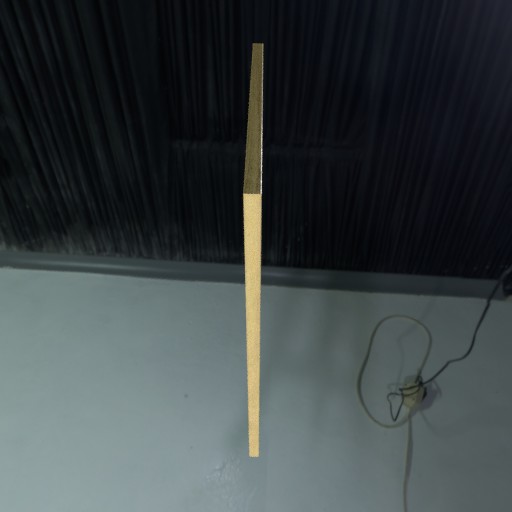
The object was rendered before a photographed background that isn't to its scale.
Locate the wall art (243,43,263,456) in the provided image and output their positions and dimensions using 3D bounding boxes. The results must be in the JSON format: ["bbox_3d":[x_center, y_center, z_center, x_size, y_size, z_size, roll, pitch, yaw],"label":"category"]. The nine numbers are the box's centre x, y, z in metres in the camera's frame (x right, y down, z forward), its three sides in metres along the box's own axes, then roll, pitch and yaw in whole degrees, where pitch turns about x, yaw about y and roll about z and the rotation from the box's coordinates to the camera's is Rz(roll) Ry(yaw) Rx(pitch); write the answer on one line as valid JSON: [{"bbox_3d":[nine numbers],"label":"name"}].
[{"bbox_3d":[0.000,0.000,1.373,0.030,1.002,0.798,1,42,1],"label":"wall art"}]
